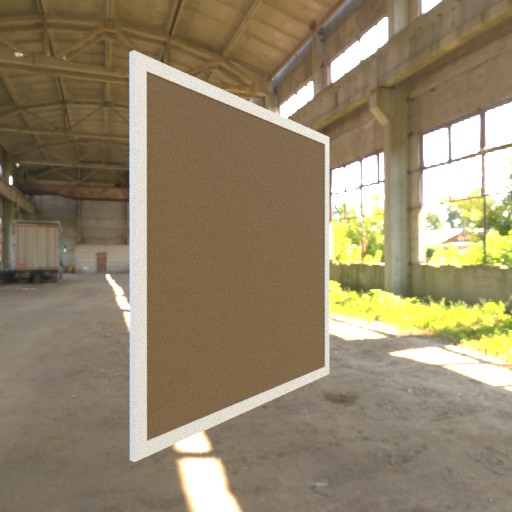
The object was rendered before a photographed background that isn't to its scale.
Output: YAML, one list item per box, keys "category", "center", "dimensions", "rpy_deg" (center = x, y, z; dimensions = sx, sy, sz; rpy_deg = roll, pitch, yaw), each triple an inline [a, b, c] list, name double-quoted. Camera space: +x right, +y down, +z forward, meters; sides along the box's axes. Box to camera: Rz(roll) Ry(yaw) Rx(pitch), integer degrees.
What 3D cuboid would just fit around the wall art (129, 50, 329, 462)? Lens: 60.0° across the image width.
- category: "wall art"
  center: [0.000, 0.000, 1.201]
  dimensions: [0.015, 0.812, 0.812]
  rpy_deg: [0, 0, 37]
